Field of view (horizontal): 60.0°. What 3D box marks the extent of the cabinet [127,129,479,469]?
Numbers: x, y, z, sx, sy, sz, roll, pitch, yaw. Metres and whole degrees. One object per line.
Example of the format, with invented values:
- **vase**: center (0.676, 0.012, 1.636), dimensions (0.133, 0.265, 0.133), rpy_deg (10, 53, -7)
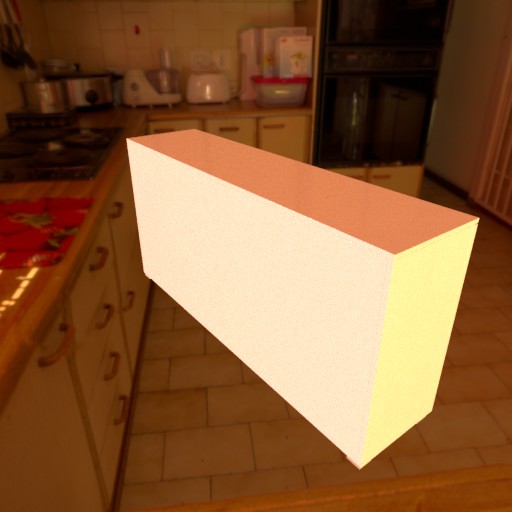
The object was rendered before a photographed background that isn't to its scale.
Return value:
- **cabinet**: center (0.000, 0.000, 1.967), dimensions (0.400, 0.800, 1.650), rpy_deg (-19, 33, -33)
